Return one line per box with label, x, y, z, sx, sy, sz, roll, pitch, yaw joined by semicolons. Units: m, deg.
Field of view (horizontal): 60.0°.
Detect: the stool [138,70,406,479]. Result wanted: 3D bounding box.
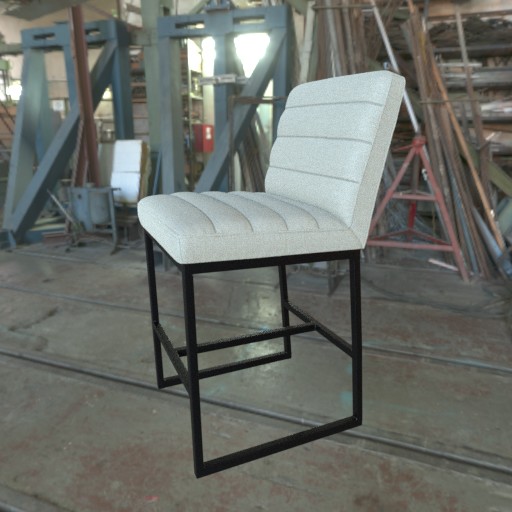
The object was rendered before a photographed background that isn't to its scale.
stool;0.000;0.000;1.225;0.560;0.940;0.460;-7;18;-23
